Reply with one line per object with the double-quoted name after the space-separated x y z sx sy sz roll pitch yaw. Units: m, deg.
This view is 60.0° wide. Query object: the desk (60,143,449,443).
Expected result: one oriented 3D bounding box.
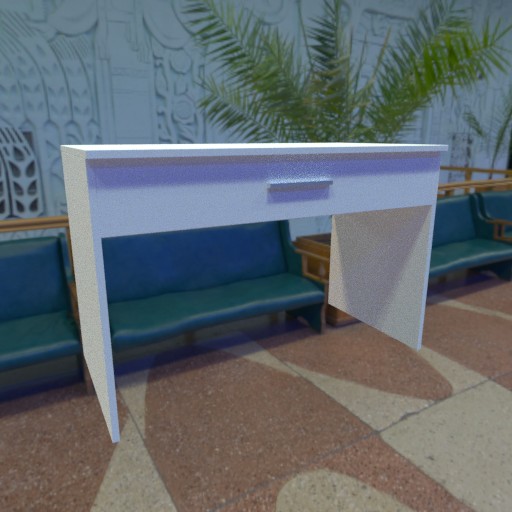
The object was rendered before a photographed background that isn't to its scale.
0.000 0.000 1.504 1.100 0.730 0.560 -8 17 -27 "desk"
